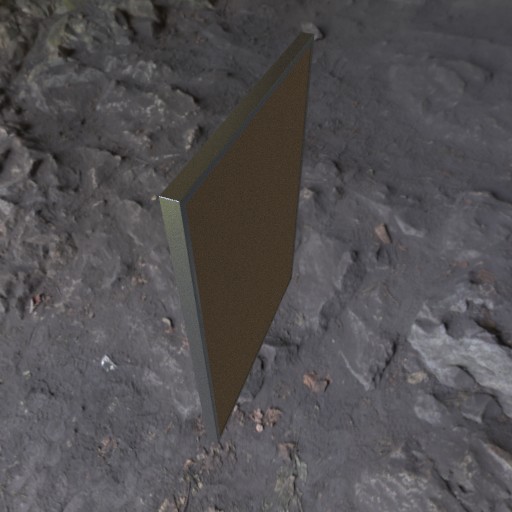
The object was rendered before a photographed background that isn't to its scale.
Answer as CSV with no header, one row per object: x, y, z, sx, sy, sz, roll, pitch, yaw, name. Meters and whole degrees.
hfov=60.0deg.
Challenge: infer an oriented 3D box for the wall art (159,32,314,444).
0.000,0.000,1.392,0.041,1.062,0.803,16,48,15,wall art
